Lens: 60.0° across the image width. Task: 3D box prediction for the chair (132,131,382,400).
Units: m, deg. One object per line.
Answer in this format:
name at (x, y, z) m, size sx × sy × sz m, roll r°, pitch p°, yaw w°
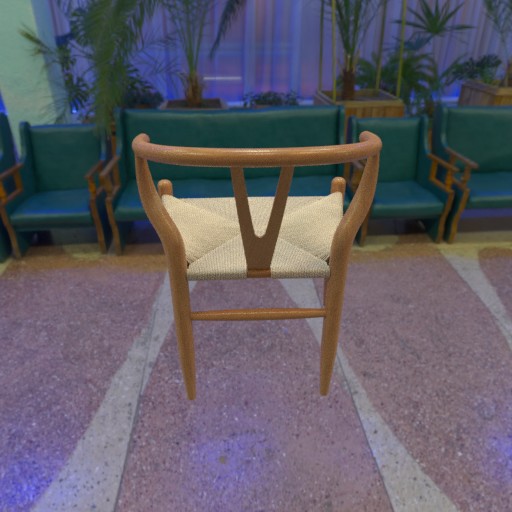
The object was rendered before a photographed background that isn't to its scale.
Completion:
chair at (0.000, 0.000, 1.156) m, size 0.569 × 0.730 × 0.579 m, roll -1°, pitch 30°, yaw -2°
